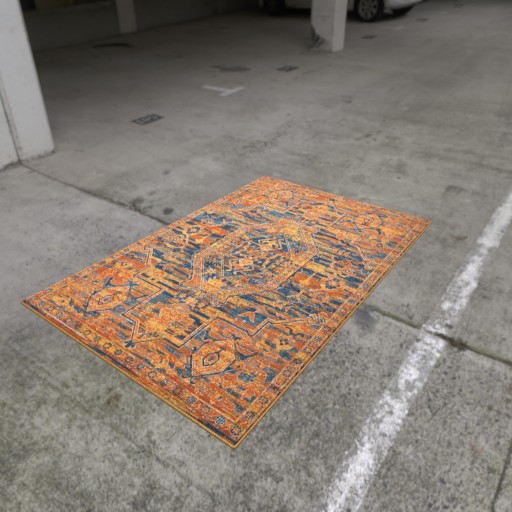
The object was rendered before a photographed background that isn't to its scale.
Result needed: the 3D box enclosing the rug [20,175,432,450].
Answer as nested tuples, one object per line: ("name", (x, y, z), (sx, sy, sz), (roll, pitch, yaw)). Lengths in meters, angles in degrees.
("rug", (0.000, 0.000, 2.155), (1.148, 0.013, 1.758), (21, 38, 30))
